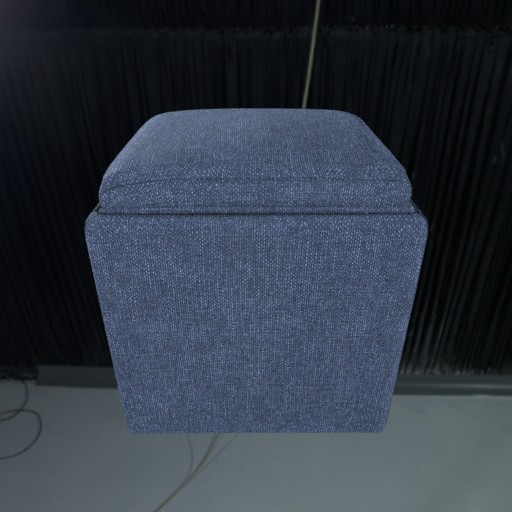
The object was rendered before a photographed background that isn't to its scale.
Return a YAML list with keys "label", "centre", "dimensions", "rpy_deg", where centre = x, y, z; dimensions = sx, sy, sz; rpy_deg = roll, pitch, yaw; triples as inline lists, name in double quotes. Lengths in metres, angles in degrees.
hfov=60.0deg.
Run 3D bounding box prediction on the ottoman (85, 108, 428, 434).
- label: "ottoman"
  centre: [0.000, 0.000, 0.842]
  dimensions: [0.454, 0.493, 0.436]
  rpy_deg: [0, 30, 0]
